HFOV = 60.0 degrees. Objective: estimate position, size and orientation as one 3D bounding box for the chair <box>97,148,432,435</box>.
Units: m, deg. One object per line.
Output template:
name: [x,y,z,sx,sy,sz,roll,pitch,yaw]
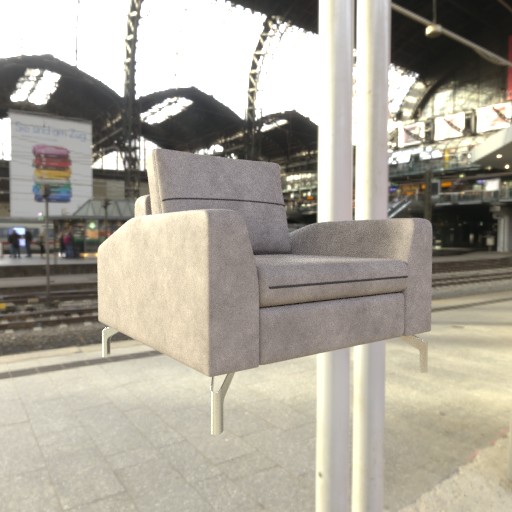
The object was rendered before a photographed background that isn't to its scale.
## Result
chair: [0.000,0.000,1.627,0.900,0.800,0.900,-2,3,-36]
